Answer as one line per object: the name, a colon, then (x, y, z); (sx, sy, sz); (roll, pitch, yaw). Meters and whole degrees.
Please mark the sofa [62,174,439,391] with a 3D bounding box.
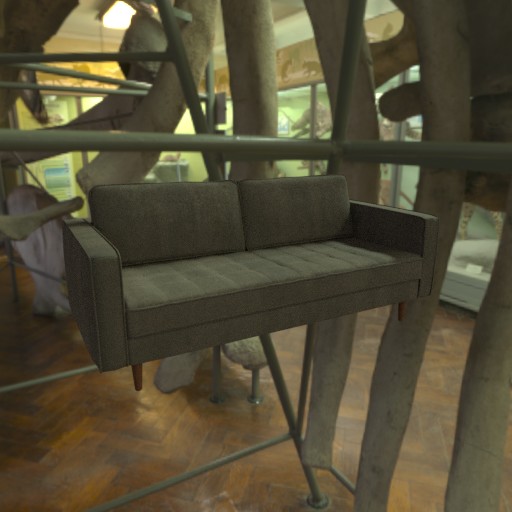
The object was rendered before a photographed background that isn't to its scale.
sofa: (0.000, 0.000, 2.485); (1.920, 0.825, 0.924); (-8, 16, -28)
